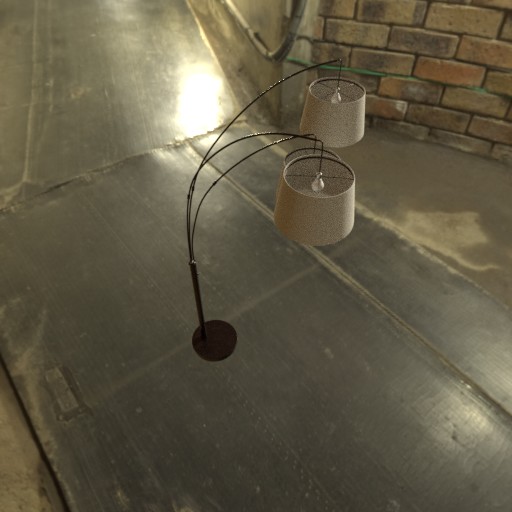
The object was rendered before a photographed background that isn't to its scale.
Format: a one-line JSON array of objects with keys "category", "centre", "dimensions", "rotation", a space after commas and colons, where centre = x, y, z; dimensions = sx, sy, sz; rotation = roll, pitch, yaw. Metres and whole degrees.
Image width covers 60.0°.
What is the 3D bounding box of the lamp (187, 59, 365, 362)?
[{"category": "lamp", "centre": [0.000, 0.000, 2.440], "dimensions": [0.924, 1.950, 0.951], "rotation": [10, 48, 9]}]
